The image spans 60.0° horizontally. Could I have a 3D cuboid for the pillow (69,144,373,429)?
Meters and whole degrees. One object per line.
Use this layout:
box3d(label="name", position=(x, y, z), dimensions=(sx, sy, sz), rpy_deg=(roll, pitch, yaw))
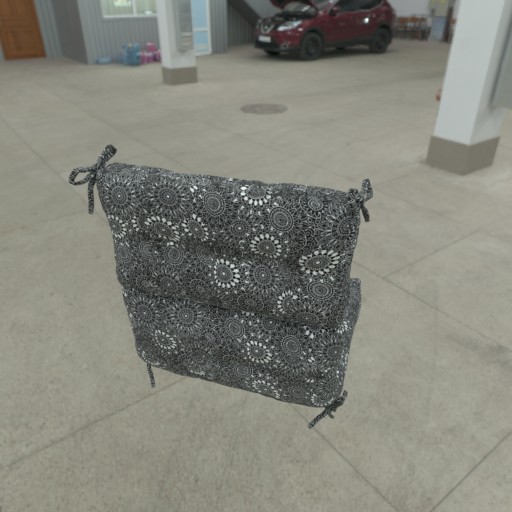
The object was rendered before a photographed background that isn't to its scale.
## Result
box3d(label="pillow", position=(0.000, 0.000, 1.042), dimensions=(0.519, 0.605, 0.571), rpy_deg=(10, 32, 16))
